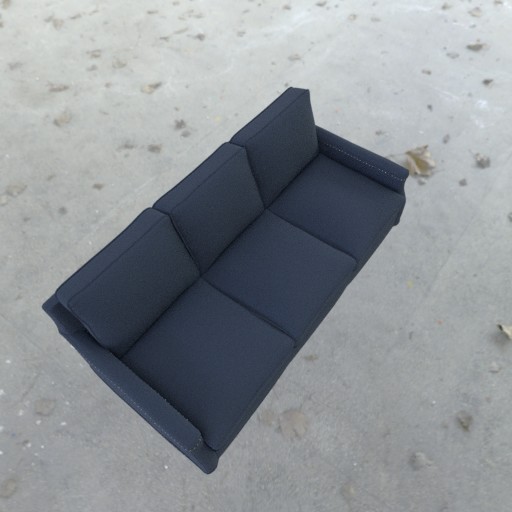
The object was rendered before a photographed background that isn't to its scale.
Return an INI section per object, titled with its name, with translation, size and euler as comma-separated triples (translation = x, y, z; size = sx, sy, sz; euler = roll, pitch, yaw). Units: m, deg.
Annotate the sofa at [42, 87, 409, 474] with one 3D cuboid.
[sofa]
translation = 0.000, 0.000, 2.792
size = 1.084, 1.003, 2.246
euler = 33, 63, 20
